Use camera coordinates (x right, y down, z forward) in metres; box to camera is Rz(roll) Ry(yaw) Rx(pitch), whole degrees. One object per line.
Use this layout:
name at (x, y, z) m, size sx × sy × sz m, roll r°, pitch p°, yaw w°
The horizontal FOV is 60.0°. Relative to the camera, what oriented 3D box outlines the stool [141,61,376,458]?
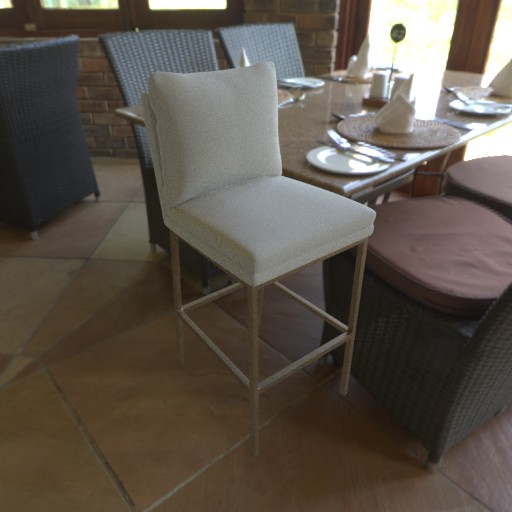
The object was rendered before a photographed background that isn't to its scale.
stool at (0.000, 0.000, 1.463) m, size 0.463 × 1.125 × 0.572 m, roll -21°, pitch 36°, yaw -32°
